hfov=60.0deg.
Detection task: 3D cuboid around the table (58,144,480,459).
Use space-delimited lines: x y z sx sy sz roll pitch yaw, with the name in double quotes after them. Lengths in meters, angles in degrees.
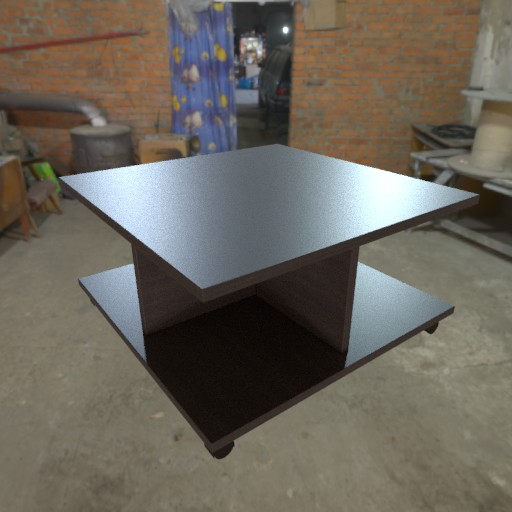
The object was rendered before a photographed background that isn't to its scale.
0.000 0.000 1.208 0.762 0.396 0.762 -18 31 -33 "table"
